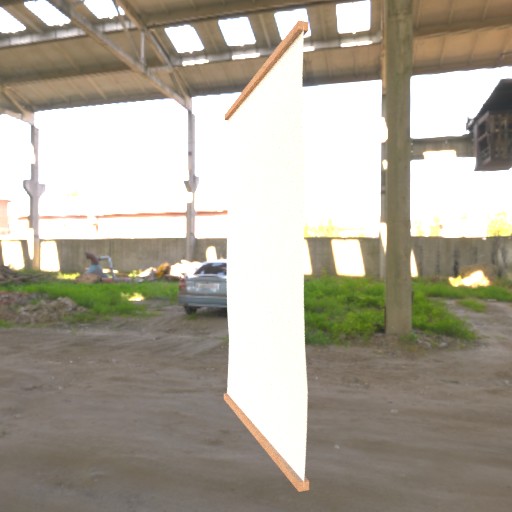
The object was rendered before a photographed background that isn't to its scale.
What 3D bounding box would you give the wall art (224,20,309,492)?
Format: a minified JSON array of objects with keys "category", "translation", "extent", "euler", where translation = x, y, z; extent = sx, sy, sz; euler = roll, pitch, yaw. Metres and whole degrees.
[{"category":"wall art","translation":[0.000,0.000,0.637],"extent":[0.012,0.508,0.332],"euler":[0,0,-18]}]
